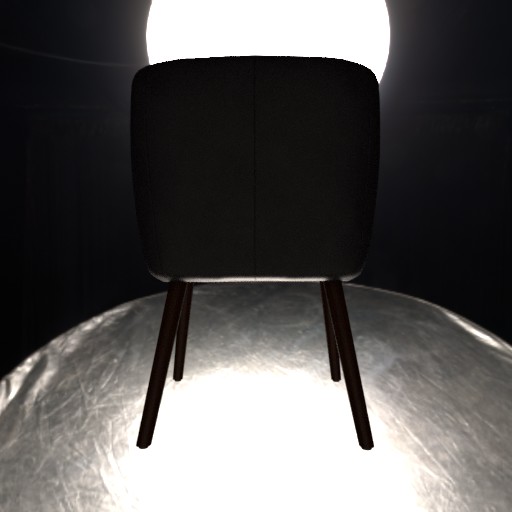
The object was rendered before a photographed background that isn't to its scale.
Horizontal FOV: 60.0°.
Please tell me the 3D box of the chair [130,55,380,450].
[{"bbox_3d":[0.000,0.000,1.196,0.610,0.828,0.610,0,0,1],"label":"chair"}]
